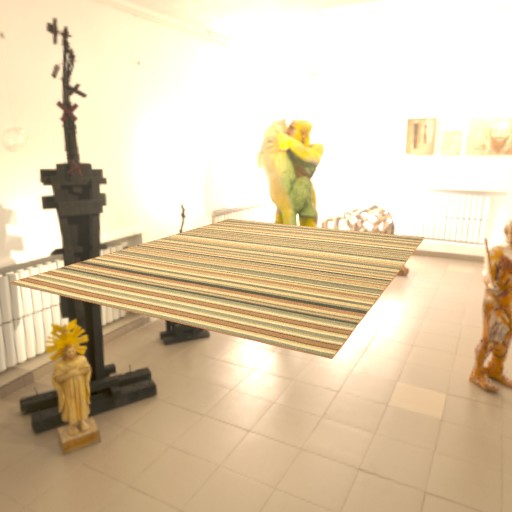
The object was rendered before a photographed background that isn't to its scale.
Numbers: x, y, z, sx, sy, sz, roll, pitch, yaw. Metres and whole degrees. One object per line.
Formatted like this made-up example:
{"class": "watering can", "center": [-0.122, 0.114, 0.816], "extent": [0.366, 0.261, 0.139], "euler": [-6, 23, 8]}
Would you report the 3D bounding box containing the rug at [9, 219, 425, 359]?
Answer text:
{"class": "rug", "center": [0.000, 0.000, 3.938], "extent": [2.436, 0.011, 3.045], "euler": [8, 16, 27]}
